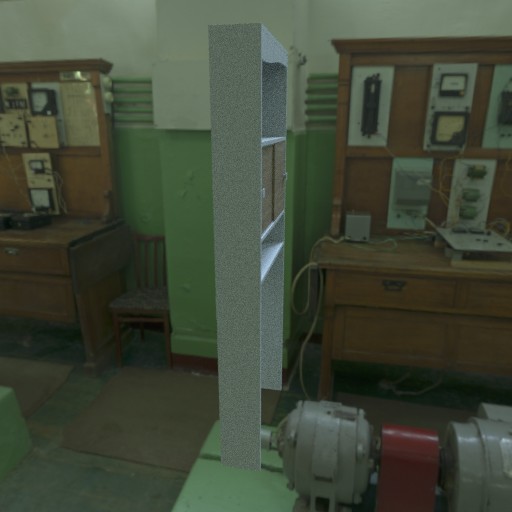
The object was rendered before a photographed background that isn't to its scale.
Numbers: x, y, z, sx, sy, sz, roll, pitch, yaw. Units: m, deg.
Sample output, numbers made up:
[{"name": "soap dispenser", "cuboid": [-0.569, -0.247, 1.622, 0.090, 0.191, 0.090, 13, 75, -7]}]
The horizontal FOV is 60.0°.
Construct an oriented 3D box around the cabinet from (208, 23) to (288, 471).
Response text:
[{"name": "cabinet", "cuboid": [0.000, 0.000, 2.001, 0.192, 1.770, 0.643, 3, 17, 11]}]
